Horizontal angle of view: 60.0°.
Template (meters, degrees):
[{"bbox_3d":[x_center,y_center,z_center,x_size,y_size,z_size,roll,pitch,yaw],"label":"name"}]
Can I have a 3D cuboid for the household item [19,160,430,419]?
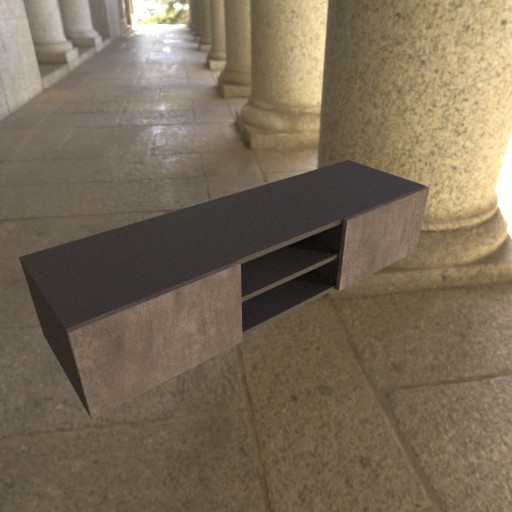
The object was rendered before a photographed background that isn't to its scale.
[{"bbox_3d":[0.000,0.000,1.580,1.400,0.310,0.420,-22,37,-32],"label":"household item"}]
